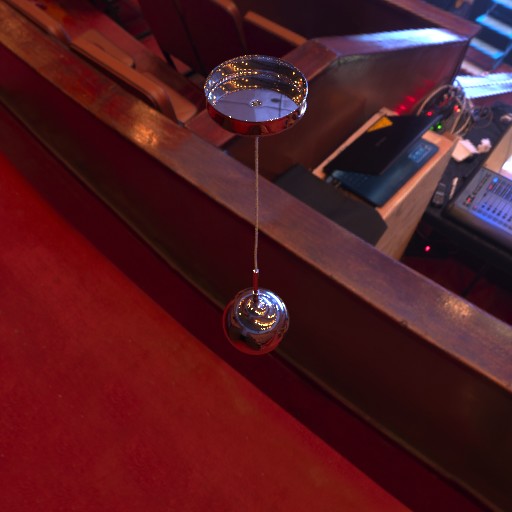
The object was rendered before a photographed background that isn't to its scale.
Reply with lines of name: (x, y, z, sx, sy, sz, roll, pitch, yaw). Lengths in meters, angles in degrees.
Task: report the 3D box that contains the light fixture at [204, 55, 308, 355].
light fixture: (0.000, 0.000, 1.718, 0.336, 1.538, 0.336, 31, 63, 18)
